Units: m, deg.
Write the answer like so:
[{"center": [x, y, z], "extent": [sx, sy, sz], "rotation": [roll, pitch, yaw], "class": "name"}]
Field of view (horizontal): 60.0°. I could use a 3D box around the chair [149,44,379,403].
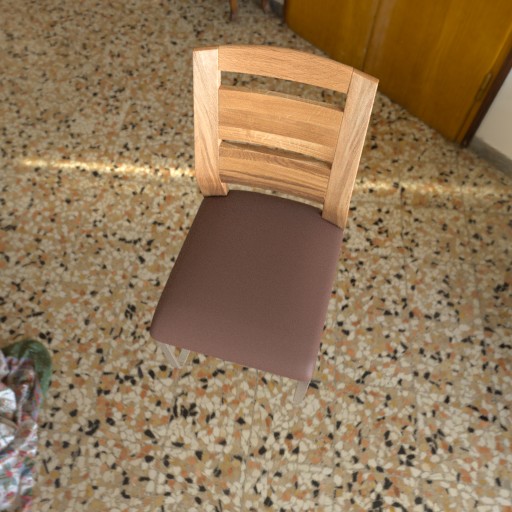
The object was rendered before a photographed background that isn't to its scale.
[{"center": [0.000, 0.000, 1.256], "extent": [0.460, 0.970, 0.570], "rotation": [14, 59, 8], "class": "chair"}]
